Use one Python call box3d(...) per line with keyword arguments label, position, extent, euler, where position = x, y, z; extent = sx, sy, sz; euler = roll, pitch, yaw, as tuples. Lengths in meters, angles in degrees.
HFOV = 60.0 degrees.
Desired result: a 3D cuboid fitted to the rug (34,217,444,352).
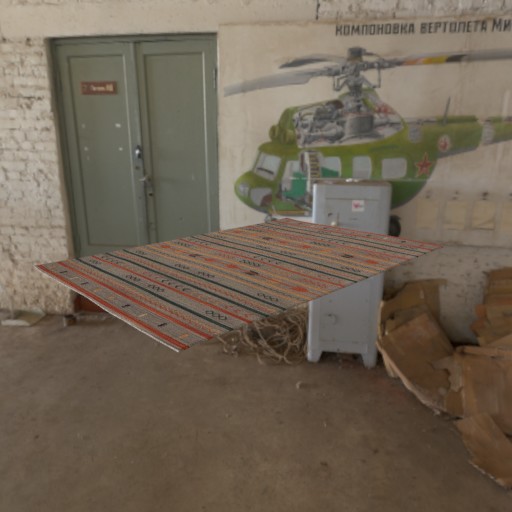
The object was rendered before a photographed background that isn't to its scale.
box3d(label="rug", position=(0.000, 0.000, 2.343), extent=(1.835, 0.017, 1.220), euler=(-15, 21, -42))
